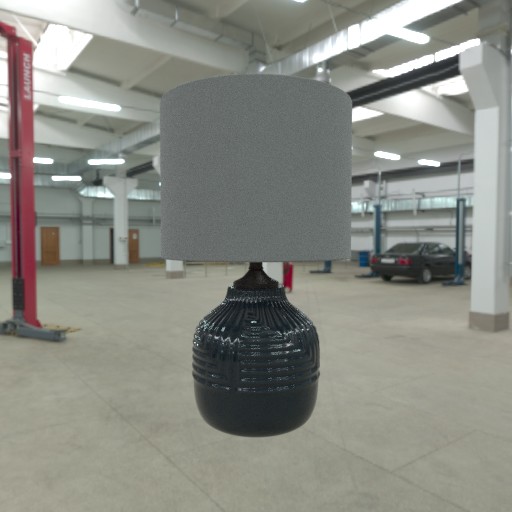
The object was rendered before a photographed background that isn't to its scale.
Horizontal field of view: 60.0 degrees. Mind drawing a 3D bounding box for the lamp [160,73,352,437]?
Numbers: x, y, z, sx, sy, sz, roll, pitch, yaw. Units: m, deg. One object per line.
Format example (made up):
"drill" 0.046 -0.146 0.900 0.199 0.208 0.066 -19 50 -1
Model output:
"lamp" 0.000 0.000 0.758 0.318 0.567 0.318 0 2 0
